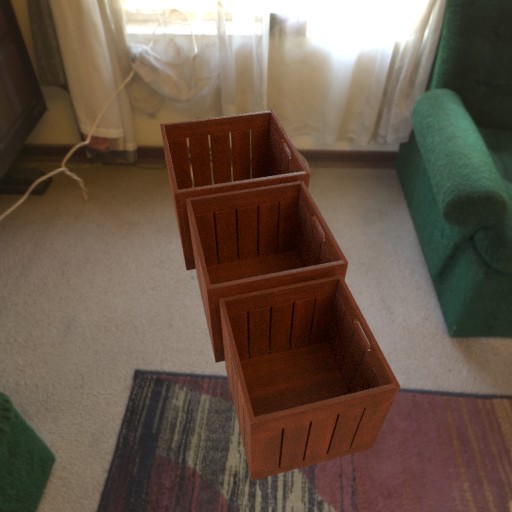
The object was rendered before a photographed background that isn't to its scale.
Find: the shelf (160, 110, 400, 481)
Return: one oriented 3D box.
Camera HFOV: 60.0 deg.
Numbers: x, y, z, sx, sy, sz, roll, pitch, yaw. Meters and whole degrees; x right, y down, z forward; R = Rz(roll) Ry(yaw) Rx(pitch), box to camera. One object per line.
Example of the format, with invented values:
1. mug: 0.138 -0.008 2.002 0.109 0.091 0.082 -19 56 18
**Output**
1. shelf: 0.000 0.000 1.263 0.393 0.311 1.064 -10 46 -10
